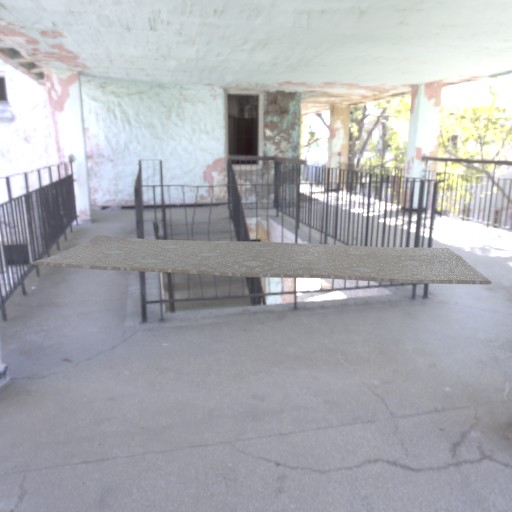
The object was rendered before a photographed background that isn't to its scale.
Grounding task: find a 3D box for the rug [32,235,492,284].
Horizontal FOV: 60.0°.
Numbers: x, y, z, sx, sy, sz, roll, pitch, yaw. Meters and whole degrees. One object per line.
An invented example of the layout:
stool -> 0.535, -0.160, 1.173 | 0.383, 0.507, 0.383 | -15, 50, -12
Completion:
rug -> 0.000, 0.000, 2.702 | 2.452, 0.051, 0.752 | 2, 14, 7
